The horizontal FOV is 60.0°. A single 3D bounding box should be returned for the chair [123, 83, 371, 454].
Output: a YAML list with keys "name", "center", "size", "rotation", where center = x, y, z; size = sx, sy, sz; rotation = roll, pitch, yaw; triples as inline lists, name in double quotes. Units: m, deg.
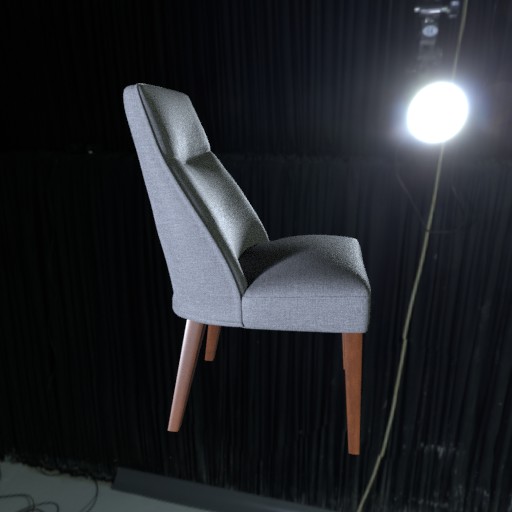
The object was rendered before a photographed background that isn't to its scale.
- name: "chair"
  center: [0.000, 0.000, 1.289]
  size: [0.620, 0.930, 0.500]
  rotation: [3, 17, 9]
